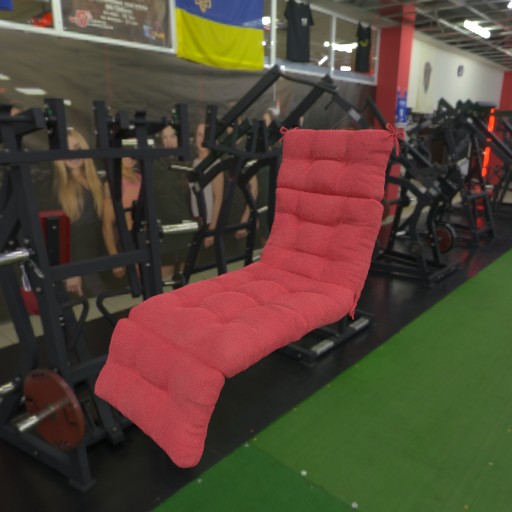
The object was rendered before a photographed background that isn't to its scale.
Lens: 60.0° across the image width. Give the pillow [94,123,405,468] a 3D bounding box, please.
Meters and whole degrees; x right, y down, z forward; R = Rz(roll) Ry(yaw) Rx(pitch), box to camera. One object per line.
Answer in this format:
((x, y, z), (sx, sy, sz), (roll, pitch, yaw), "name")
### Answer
((0.000, 0.000, 1.498), (0.526, 0.863, 1.016), (15, 22, 42), "pillow")
